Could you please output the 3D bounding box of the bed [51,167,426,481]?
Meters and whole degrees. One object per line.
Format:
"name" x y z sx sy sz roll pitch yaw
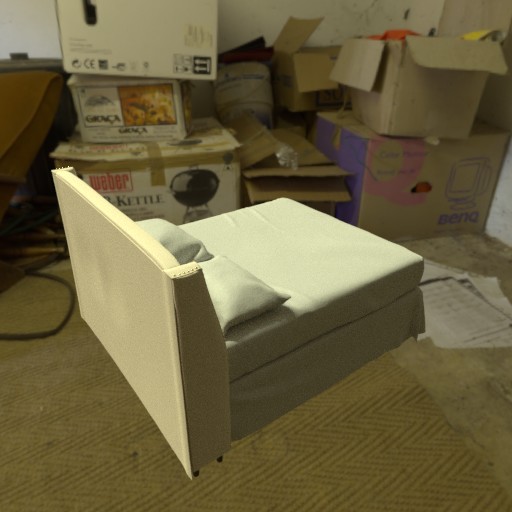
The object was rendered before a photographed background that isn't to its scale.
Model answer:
"bed" 0.000 0.000 3.377 2.276 1.332 1.925 -19 33 -32
